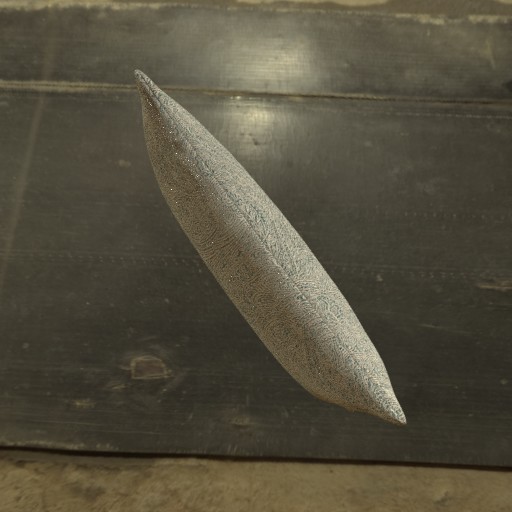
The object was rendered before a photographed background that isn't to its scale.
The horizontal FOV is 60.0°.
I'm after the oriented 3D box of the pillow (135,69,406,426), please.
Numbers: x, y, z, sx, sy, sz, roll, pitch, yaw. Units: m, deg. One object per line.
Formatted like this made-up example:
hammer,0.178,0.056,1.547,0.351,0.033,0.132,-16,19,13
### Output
pillow,0.000,0.000,0.734,0.151,0.295,0.615,-35,77,-9
